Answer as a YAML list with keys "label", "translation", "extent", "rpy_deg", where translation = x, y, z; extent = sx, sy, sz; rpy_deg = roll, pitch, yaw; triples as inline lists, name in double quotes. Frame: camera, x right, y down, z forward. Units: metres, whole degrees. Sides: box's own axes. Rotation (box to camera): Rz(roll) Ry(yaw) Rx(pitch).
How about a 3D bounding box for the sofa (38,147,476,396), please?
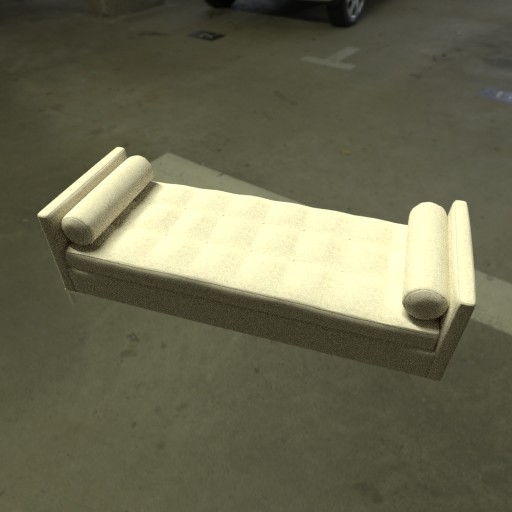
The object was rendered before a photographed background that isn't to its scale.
- label: "sofa"
  translation: [0.000, 0.000, 2.476]
  extent: [2.102, 0.655, 0.797]
  rpy_deg: [12, 42, 13]
